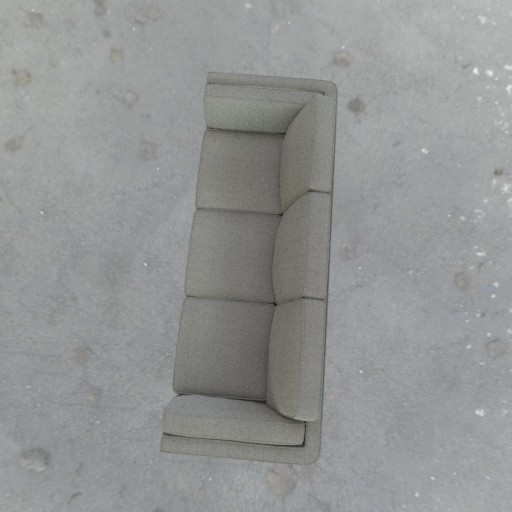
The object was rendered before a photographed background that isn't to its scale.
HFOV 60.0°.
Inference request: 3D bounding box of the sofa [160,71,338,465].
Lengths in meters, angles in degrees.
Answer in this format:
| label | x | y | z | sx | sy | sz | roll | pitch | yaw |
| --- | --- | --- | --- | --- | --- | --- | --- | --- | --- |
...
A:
| label | x | y | z | sx | sy | sz | roll | pitch | yaw |
| --- | --- | --- | --- | --- | --- | --- | --- | --- | --- |
| sofa | 0.000 | 0.000 | 2.860 | 0.903 | 0.899 | 2.362 | 5 | 76 | 1 |
